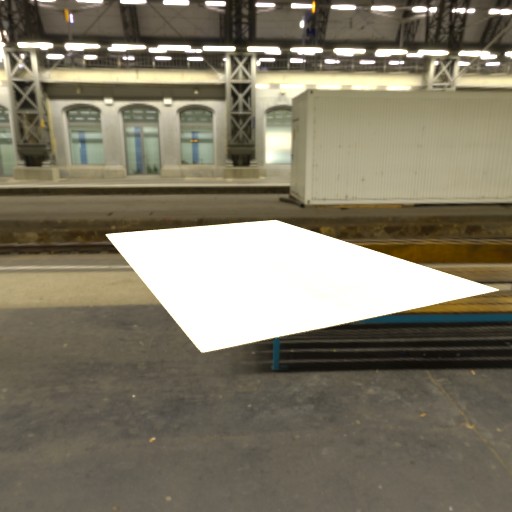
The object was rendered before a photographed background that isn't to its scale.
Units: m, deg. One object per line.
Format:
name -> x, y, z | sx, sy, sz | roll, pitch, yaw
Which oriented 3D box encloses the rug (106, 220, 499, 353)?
rug -> 0.000, 0.000, 2.283 | 1.234, 0.006, 1.850 | -7, 16, -25
